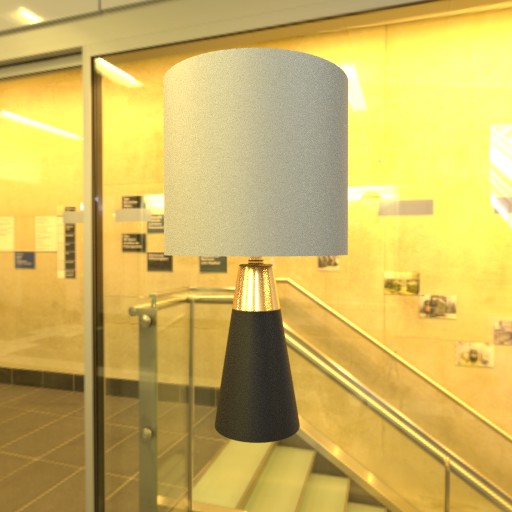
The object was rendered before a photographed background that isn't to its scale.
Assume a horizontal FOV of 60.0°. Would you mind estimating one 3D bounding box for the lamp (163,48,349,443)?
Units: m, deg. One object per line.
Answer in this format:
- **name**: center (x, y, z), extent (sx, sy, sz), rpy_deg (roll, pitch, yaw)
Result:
- **lamp**: center (0.000, 0.000, 0.758), extent (0.308, 0.580, 0.308), rpy_deg (0, 1, -1)
